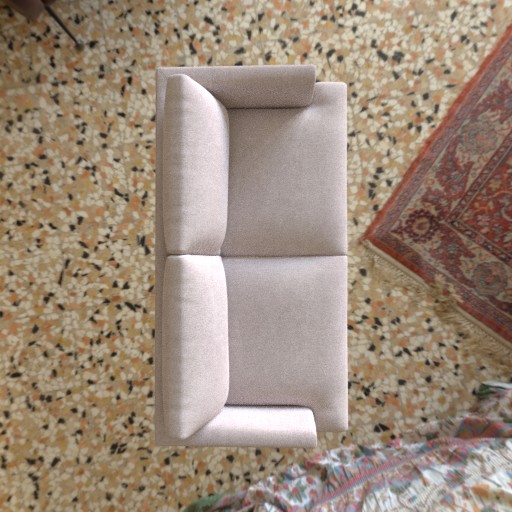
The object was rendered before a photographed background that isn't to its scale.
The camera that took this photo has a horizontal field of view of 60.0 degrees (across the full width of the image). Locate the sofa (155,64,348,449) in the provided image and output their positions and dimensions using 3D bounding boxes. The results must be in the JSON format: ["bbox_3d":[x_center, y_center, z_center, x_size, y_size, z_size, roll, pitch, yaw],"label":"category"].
[{"bbox_3d":[0.000,0.000,2.450,1.020,0.868,1.948,0,89,2],"label":"sofa"}]
